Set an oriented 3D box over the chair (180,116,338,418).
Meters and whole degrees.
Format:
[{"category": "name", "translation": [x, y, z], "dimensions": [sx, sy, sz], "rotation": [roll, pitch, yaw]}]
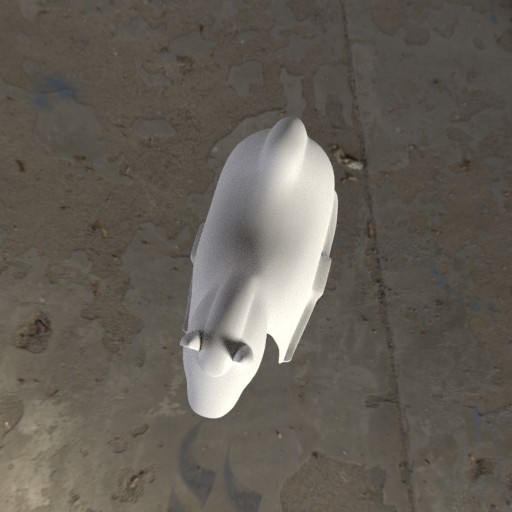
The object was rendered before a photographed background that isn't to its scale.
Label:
[{"category": "chair", "translation": [0.000, 0.000, 1.155], "dimensions": [0.429, 0.612, 0.800], "rotation": [16, 76, 4]}]
